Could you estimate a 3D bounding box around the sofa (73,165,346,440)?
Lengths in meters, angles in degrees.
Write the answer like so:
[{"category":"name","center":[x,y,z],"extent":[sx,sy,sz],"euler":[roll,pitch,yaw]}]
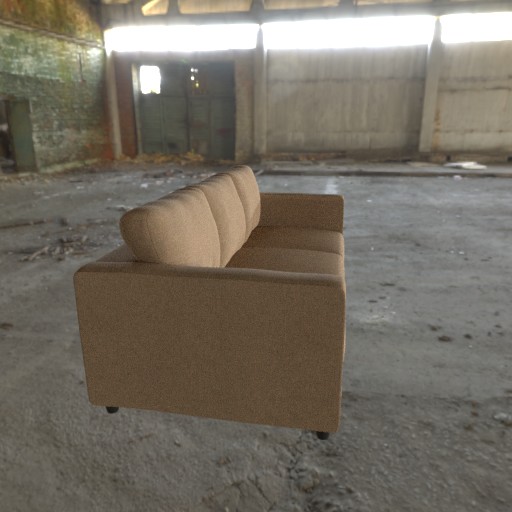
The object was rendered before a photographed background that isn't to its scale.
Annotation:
[{"category":"sofa","center":[0.000,0.000,2.339],"extent":[0.930,0.800,1.855],"euler":[3,17,10]}]
